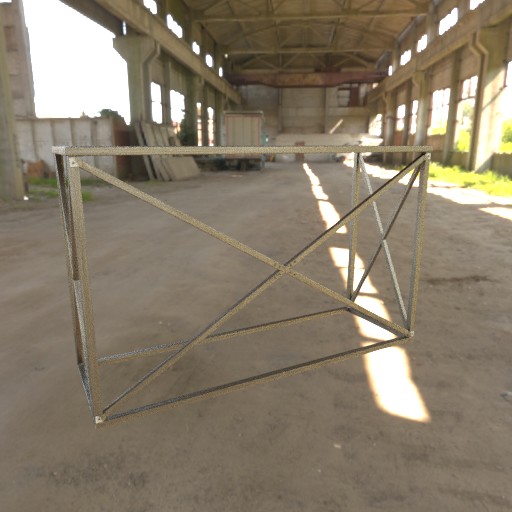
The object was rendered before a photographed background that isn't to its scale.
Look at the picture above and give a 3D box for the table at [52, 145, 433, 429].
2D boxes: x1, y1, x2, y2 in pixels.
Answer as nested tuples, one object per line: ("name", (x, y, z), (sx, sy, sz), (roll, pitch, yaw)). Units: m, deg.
("table", (0.000, 0.000, 1.565), (1.216, 0.753, 0.402), (-7, 16, -27))
